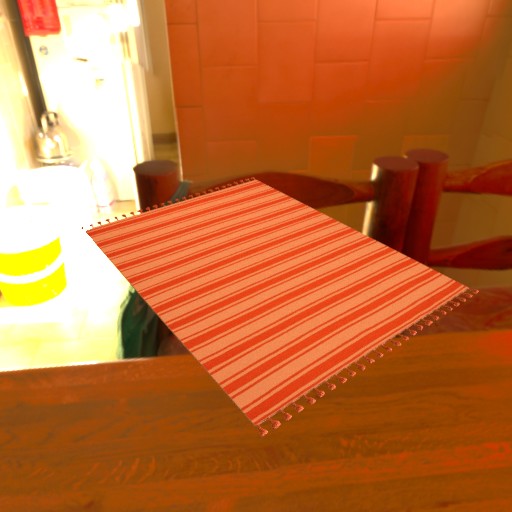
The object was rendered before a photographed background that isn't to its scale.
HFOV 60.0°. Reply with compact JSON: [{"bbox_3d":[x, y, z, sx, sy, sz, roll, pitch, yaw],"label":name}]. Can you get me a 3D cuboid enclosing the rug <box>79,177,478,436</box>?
[{"bbox_3d":[0.000,0.000,4.459,2.451,0.035,3.369,-22,38,-31],"label":"rug"}]
